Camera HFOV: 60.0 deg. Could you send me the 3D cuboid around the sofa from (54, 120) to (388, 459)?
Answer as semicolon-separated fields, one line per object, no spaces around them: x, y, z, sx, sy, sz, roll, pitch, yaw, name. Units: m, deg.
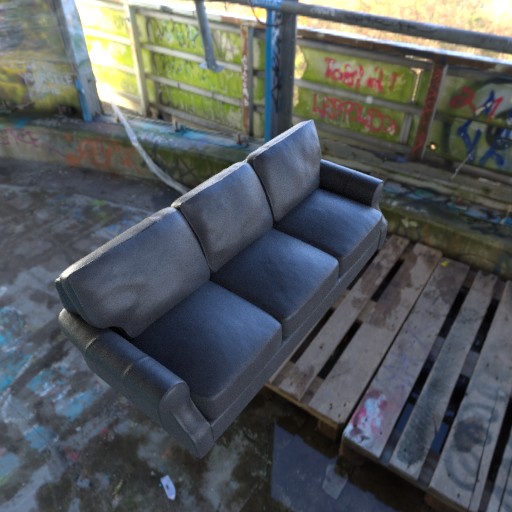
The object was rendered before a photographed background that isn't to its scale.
0.000;0.000;2.903;0.974;0.977;2.387;26;47;27;sofa
